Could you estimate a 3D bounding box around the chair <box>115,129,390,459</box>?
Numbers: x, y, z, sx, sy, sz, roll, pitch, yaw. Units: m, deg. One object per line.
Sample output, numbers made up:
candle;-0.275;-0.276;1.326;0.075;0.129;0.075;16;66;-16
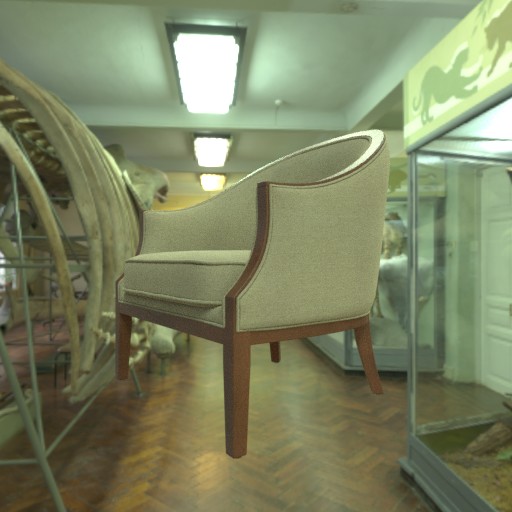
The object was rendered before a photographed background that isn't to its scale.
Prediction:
chair;0.000;0.000;1.450;0.735;0.876;0.803;0;0;-36
